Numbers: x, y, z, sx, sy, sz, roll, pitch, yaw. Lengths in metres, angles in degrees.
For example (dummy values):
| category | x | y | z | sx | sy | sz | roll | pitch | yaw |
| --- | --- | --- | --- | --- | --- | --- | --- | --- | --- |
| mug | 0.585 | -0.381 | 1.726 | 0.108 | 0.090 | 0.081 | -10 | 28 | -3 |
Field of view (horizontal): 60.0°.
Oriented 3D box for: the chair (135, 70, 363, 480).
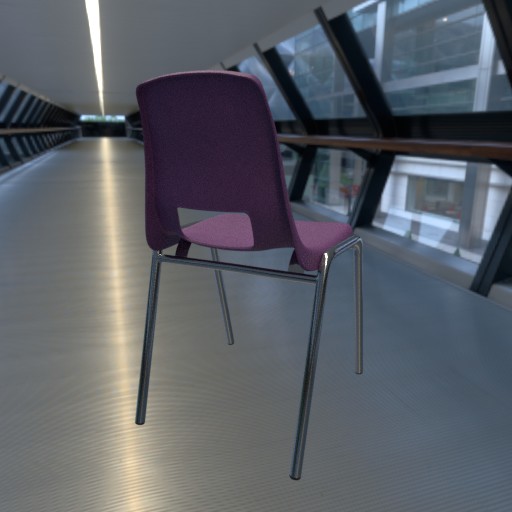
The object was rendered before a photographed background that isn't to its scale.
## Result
| category | x | y | z | sx | sy | sz | roll | pitch | yaw |
| --- | --- | --- | --- | --- | --- | --- | --- | --- | --- |
| chair | 0.000 | 0.000 | 0.906 | 0.381 | 0.654 | 0.432 | 7 | 17 | 25 |
